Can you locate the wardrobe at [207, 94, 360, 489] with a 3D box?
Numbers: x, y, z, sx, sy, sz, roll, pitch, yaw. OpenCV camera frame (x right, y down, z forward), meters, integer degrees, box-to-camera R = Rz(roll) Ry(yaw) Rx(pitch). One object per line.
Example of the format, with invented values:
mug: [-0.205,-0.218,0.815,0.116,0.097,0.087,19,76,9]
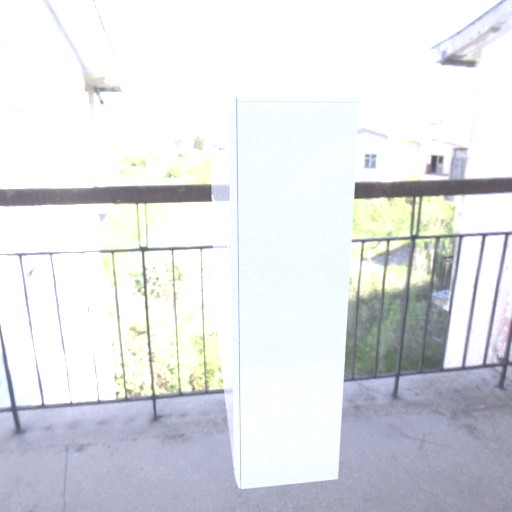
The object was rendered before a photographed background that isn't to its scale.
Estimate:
wardrobe: [0.000,0.000,1.918,0.360,1.200,1.340,-2,15,-7]
